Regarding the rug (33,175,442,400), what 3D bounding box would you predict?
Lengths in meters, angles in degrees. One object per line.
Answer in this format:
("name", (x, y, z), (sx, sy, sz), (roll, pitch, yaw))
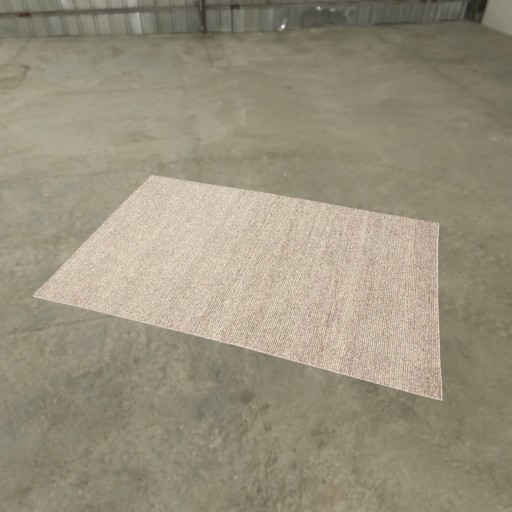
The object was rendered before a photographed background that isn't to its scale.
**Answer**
("rug", (0.000, 0.000, 2.246), (1.792, 0.021, 1.154), (11, 41, 13))
